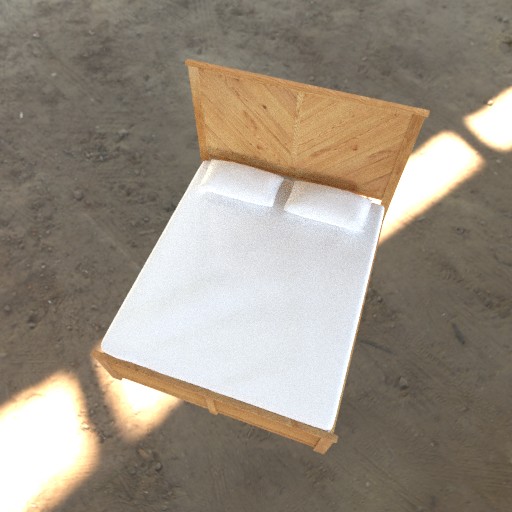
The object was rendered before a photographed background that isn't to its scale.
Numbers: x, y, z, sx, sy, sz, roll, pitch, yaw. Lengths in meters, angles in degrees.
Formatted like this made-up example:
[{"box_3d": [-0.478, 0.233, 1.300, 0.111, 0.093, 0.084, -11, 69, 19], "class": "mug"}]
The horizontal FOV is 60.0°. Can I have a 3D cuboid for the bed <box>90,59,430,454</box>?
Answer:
[{"box_3d": [0.000, 0.000, 4.096, 2.225, 1.938, 2.530, 16, 59, 10], "class": "bed"}]
